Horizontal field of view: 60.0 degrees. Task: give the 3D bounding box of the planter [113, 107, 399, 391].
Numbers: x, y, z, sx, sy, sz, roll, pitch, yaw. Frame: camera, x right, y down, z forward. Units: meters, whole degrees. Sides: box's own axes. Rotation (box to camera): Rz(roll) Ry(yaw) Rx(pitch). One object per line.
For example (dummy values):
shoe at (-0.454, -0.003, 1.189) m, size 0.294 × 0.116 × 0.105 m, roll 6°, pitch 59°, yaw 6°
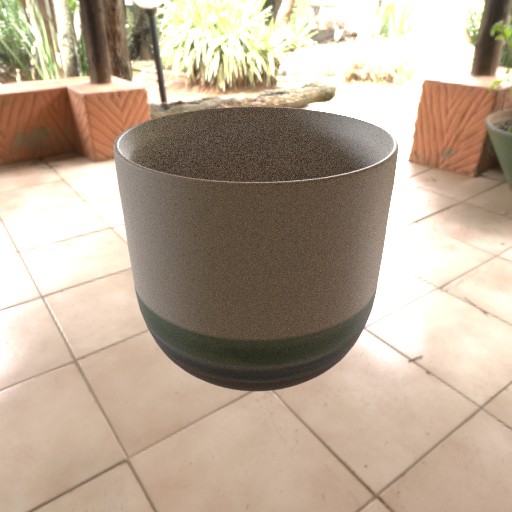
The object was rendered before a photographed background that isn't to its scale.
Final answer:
planter at (0.000, 0.000, 0.495) m, size 0.268 × 0.270 × 0.268 m, roll 0°, pitch 30°, yaw 0°
